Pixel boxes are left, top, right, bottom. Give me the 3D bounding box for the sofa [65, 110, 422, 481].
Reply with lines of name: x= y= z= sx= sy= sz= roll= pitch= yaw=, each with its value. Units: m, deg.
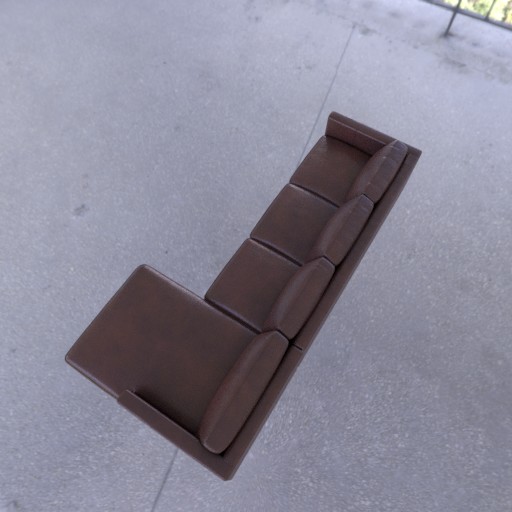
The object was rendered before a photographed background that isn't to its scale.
sofa: x=0.000 y=0.000 z=3.900 sx=1.581 sy=0.883 sz=3.203 roll=30 pitch=67 yaw=14
